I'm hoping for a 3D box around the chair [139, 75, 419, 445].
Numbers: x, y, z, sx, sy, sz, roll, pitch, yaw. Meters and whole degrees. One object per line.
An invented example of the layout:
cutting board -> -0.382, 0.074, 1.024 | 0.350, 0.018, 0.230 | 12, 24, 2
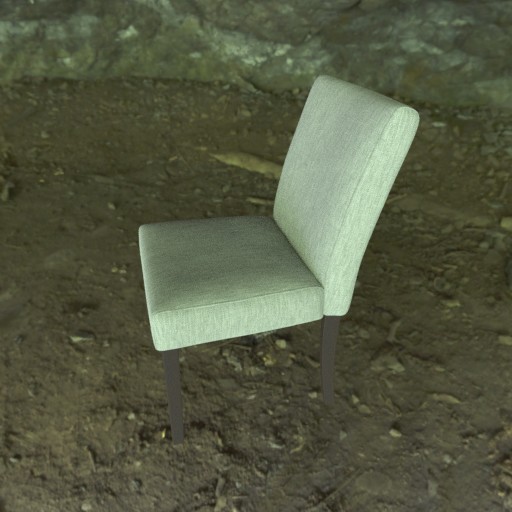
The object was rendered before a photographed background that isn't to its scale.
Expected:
chair -> 0.000, 0.000, 1.259 | 0.629, 0.884, 0.487 | -8, 32, -14
